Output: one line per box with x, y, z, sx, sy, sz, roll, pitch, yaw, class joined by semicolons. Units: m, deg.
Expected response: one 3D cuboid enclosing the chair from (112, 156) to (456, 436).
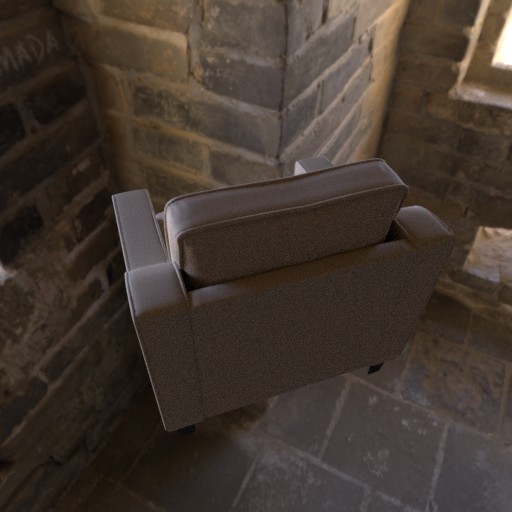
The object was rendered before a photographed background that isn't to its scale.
0.000;0.000;1.655;0.922;0.948;0.882;-13;43;-15;chair
